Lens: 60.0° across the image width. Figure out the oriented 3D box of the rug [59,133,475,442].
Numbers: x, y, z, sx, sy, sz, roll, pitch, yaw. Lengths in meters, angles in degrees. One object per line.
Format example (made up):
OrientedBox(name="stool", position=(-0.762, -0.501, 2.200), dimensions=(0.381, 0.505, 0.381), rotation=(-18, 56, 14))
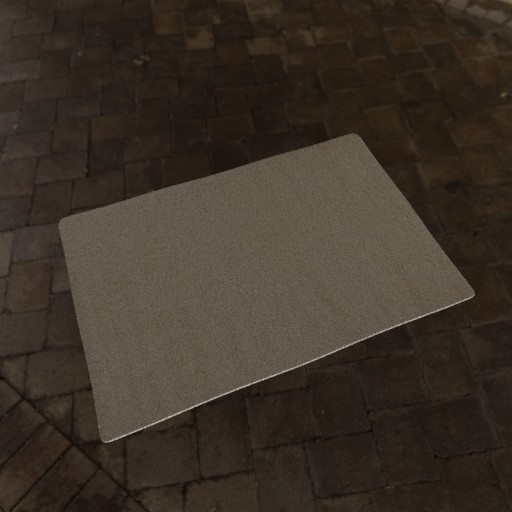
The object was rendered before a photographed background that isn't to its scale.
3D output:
OrientedBox(name="rug", position=(0.000, 0.000, 3.364), dimensions=(2.698, 0.025, 1.798), rotation=(-19, 60, -11))
